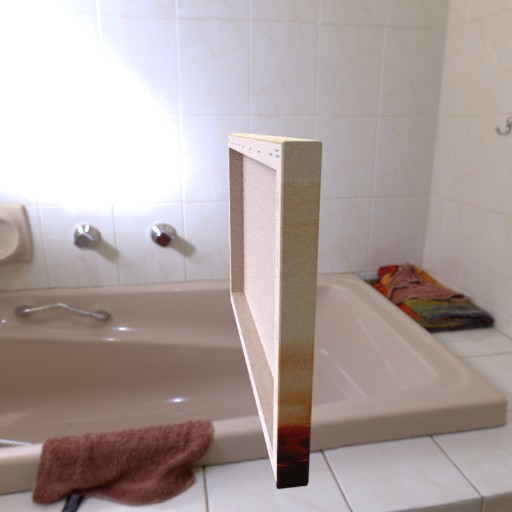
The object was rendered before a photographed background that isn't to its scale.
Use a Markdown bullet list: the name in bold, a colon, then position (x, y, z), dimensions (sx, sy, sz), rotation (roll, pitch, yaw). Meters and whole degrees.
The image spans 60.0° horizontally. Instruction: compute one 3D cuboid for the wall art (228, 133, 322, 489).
- **wall art**: position (0.000, 0.000, 0.765), dimensions (0.040, 0.402, 0.613), rotation (-2, 16, -8)
